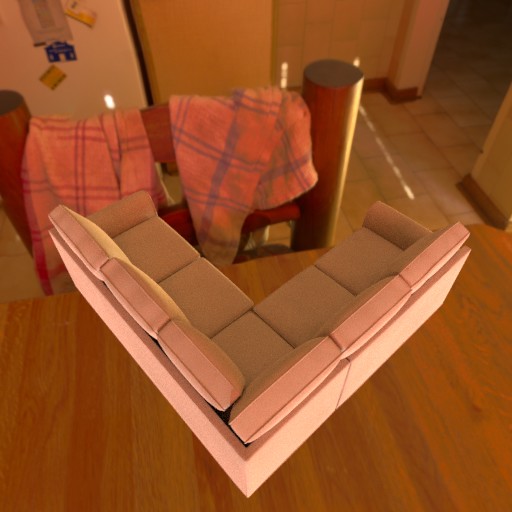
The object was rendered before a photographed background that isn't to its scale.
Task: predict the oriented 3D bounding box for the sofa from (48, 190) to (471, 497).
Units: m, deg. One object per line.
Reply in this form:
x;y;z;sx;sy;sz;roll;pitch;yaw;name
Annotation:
0.000;0.000;3.830;2.487;1.053;2.562;-34;56;-27;sofa
